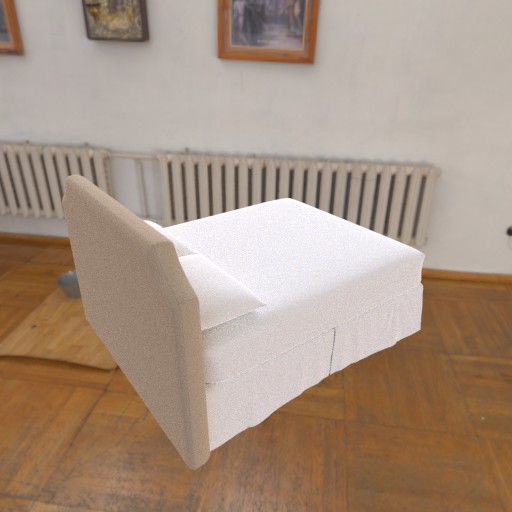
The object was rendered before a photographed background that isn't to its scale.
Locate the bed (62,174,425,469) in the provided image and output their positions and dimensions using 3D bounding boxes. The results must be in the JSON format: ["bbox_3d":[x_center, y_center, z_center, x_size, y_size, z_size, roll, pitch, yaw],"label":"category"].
[{"bbox_3d":[0.000,0.000,3.345,2.204,1.301,1.828,-18,32,-32],"label":"bed"}]
